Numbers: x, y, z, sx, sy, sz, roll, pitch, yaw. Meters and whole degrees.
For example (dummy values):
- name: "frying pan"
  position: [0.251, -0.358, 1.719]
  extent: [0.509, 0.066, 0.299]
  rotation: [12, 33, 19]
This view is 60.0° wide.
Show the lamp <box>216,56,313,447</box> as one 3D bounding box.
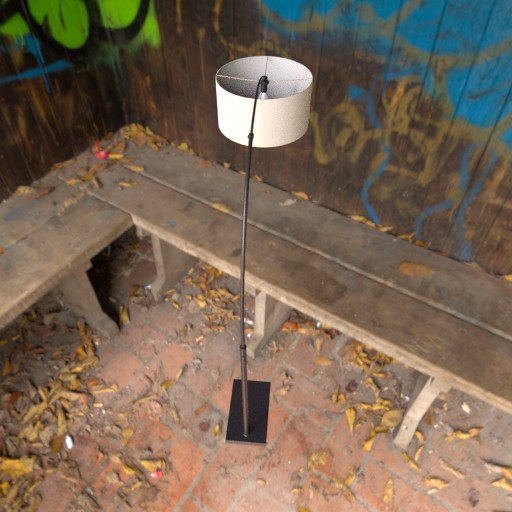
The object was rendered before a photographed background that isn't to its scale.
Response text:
- name: "lamp"
  position: [0.000, 0.000, 2.548]
  extent: [0.493, 1.927, 1.424]
  rotation: [4, 47, 4]
